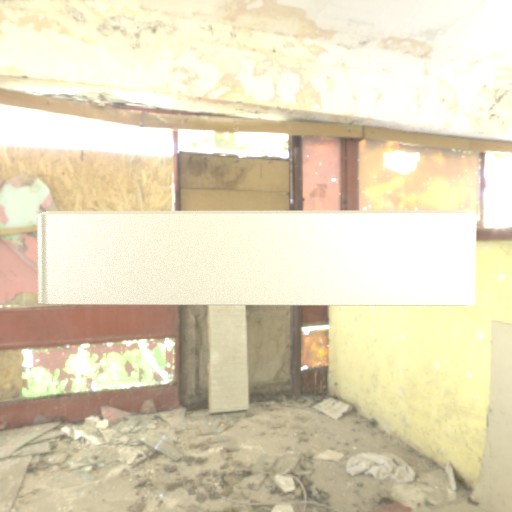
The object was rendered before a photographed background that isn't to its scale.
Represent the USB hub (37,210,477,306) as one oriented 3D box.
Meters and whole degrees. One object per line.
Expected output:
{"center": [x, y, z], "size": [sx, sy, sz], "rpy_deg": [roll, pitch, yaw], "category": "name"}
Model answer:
{"center": [0.000, 0.000, 0.129], "size": [0.110, 0.023, 0.044], "rpy_deg": [0, 1, 1], "category": "USB hub"}
